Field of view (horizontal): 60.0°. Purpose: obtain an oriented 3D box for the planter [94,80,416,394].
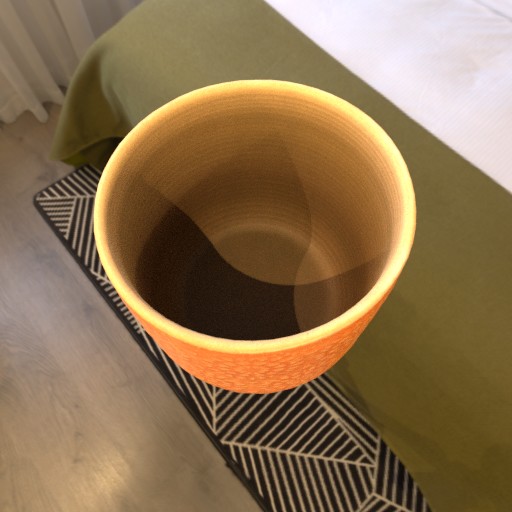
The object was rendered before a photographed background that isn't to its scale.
[{"bbox_3d":[0.000,0.000,0.290,0.170,0.152,0.170,0,64,0],"label":"planter"}]
